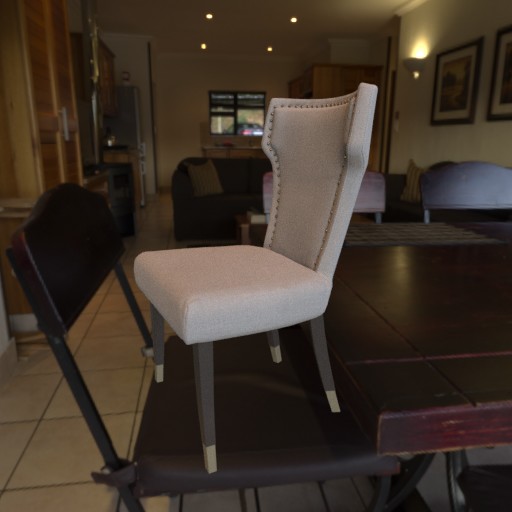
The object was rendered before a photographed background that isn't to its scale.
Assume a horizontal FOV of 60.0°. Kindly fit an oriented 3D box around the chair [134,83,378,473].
[{"bbox_3d":[0.000,0.000,1.331,0.630,0.950,0.526,-7,16,-26],"label":"chair"}]
